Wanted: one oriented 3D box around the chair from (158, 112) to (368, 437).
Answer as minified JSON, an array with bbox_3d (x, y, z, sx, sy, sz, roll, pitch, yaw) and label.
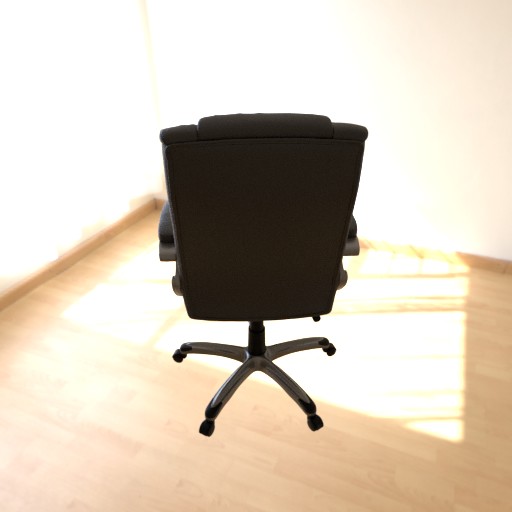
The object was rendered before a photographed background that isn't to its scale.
[{"bbox_3d":[0.000,0.000,1.598,0.721,1.130,0.719,-1,30,-2],"label":"chair"}]
